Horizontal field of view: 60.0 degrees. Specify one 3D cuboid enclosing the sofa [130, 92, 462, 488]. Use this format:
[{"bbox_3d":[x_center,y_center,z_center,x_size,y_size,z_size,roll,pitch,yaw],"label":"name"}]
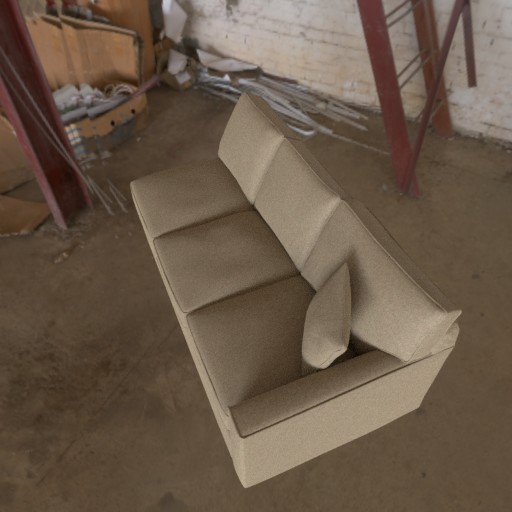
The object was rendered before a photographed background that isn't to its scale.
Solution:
[{"bbox_3d":[0.000,0.000,2.483,1.034,0.946,1.963,-17,49,-16],"label":"sofa"}]
